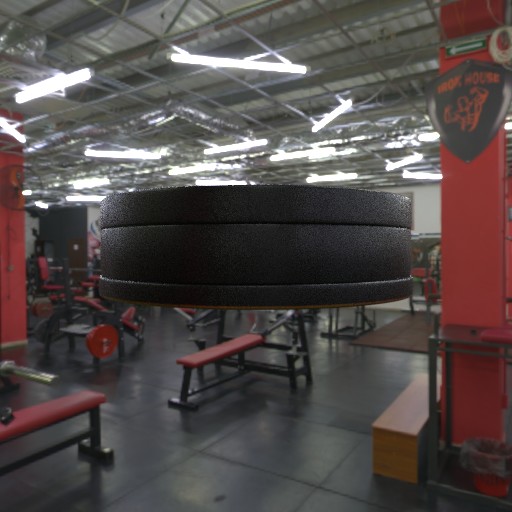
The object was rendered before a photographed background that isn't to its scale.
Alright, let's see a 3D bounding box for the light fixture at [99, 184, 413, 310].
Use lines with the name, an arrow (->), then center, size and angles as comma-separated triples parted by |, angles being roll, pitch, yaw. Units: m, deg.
light fixture -> 0.000, 0.000, 0.424 | 0.283, 0.097, 0.283 | 0, 1, 0
